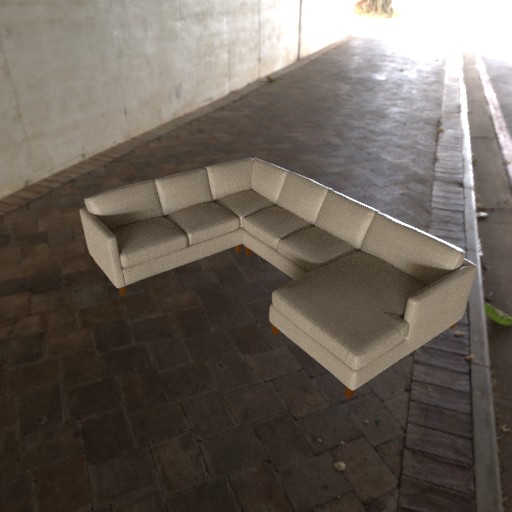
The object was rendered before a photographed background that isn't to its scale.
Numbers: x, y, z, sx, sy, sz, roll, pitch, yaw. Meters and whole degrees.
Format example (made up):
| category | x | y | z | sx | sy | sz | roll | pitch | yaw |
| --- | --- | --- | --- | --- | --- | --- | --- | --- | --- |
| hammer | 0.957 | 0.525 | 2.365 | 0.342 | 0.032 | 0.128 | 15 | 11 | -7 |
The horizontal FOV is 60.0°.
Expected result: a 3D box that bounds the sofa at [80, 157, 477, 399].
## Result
| category | x | y | z | sx | sy | sz | roll | pitch | yaw |
| --- | --- | --- | --- | --- | --- | --- | --- | --- | --- |
| sofa | 0.000 | 0.000 | 4.709 | 2.594 | 0.961 | 3.460 | -21 | 37 | -31 |
